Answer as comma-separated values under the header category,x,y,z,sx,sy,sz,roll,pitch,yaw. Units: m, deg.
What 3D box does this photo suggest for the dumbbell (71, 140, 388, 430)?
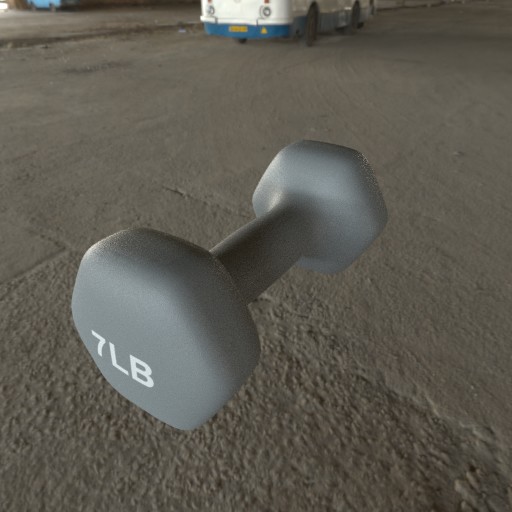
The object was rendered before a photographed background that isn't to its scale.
category,x,y,z,sx,sy,sz,roll,pitch,yaw
dumbbell,0.000,0.000,0.235,0.090,0.081,0.184,20,37,29
